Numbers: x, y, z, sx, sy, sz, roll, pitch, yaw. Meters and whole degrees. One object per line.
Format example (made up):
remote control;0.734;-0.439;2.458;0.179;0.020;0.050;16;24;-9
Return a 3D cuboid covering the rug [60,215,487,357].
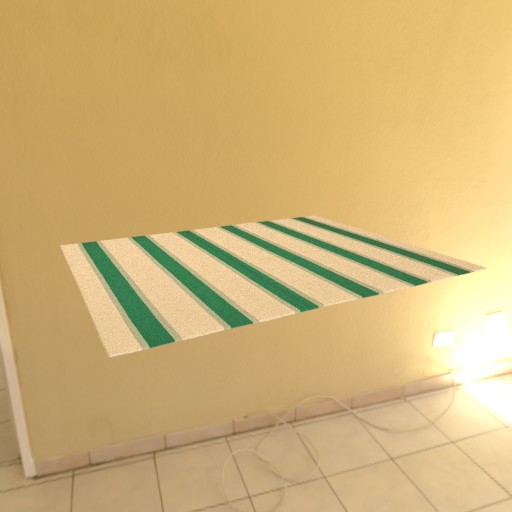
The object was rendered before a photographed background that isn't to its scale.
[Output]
rug;0.000;0.000;3.993;3.041;0.019;2.434;-9;19;-27
